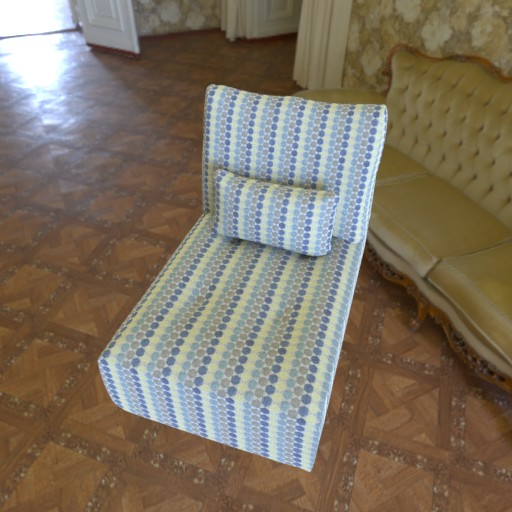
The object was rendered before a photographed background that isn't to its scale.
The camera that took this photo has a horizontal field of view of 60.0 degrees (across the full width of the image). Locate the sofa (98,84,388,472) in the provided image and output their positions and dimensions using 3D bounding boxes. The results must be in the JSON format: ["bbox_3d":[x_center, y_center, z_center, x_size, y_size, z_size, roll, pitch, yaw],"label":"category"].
[{"bbox_3d":[0.000,0.000,1.550,0.700,0.820,1.000,12,43,14],"label":"sofa"}]
